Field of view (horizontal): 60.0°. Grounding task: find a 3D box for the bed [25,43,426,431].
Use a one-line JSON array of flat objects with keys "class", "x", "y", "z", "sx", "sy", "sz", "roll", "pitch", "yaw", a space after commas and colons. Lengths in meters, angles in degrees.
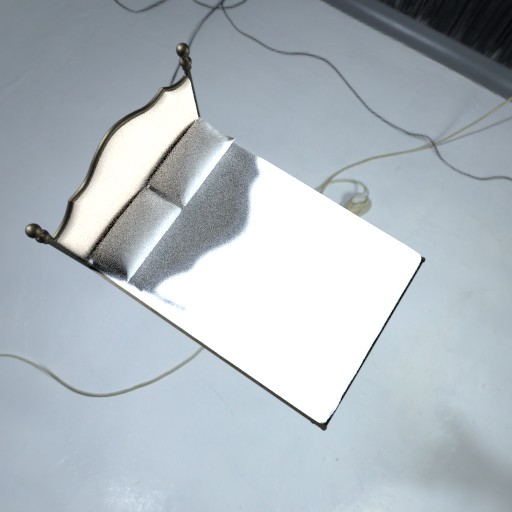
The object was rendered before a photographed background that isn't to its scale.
[{"class": "bed", "x": 0.000, "y": 0.000, "z": 3.190, "sx": 2.170, "sy": 1.462, "sz": 1.533, "roll": 33, "pitch": 78, "yaw": 8}]
